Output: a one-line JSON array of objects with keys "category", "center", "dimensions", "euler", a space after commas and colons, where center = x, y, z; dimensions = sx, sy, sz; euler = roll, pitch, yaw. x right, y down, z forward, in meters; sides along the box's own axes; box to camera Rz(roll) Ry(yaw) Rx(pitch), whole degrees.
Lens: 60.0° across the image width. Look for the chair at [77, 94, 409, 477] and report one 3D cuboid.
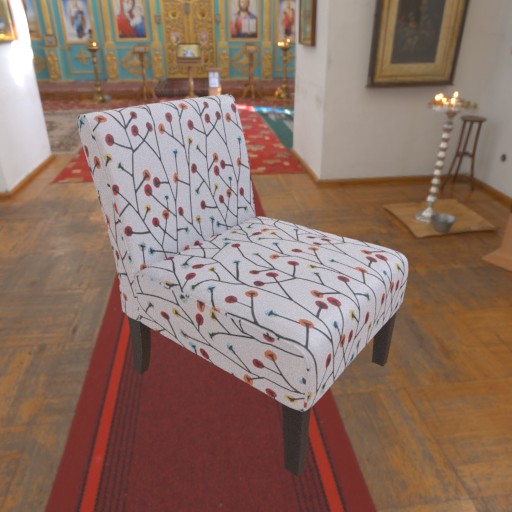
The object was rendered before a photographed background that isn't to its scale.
[{"category": "chair", "center": [0.000, 0.000, 1.308], "dimensions": [0.732, 0.813, 0.597], "euler": [19, 32, 33]}]
